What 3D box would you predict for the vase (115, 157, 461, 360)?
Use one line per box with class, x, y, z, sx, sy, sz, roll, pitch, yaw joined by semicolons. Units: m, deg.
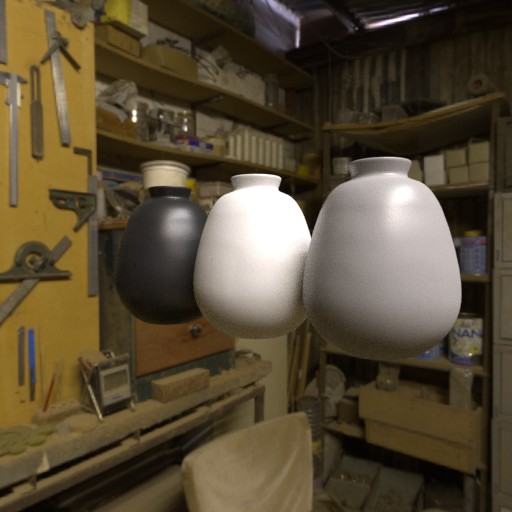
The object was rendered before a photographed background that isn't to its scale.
vase;0.000;0.000;0.347;0.297;0.122;0.097;1;1;38
